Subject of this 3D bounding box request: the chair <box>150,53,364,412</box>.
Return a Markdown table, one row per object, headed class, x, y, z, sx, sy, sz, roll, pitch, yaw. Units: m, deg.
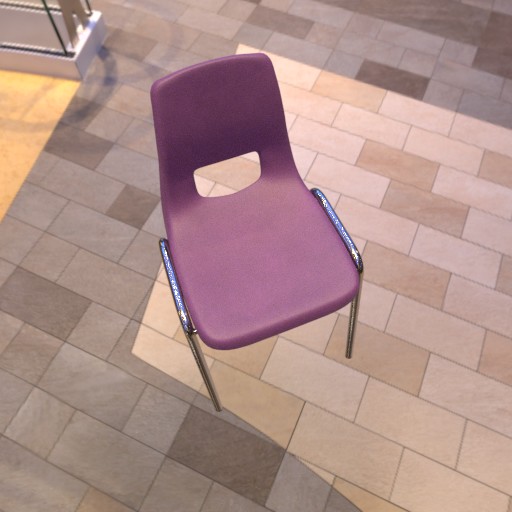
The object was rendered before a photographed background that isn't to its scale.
| class | x | y | z | sx | sy | sz | roll | pitch | yaw |
| --- | --- | --- | --- | --- | --- | --- | --- | --- | --- |
| chair | 0.000 | 0.000 | 0.936 | 0.381 | 0.654 | 0.432 | -19 | 64 | -10 |
